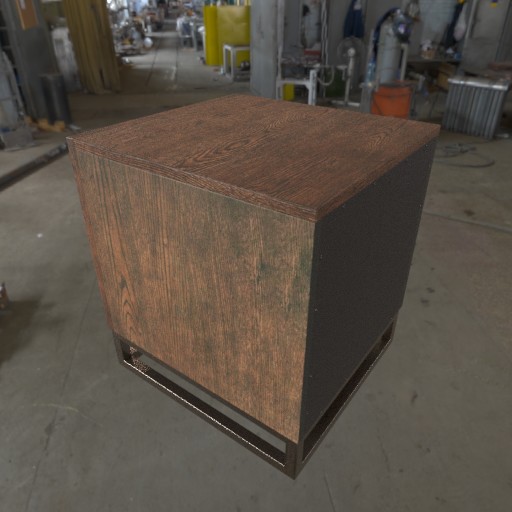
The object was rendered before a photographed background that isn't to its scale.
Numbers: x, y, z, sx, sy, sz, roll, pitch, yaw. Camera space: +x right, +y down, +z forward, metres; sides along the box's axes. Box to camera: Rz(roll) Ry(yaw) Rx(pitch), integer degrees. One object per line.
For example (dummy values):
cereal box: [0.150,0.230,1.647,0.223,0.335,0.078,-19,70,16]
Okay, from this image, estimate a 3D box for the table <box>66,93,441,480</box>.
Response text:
table: [0.000,0.000,1.023,0.566,0.582,0.506,21,37,31]
